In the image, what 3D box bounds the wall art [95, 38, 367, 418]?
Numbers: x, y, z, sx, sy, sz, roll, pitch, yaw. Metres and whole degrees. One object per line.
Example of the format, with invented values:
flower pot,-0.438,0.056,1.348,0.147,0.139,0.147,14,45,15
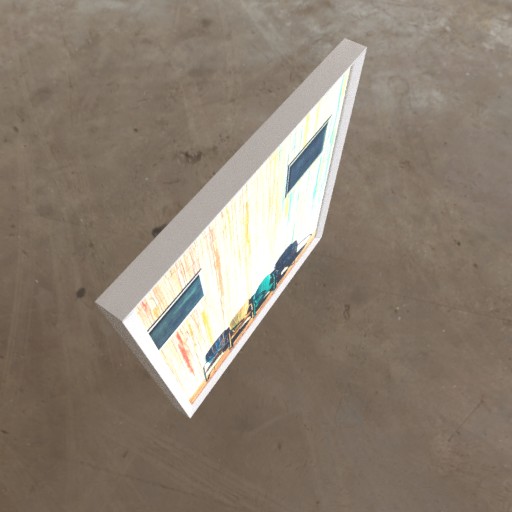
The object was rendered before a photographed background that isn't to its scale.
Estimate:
wall art,0.000,0.000,0.755,0.037,0.508,0.508,31,65,16
